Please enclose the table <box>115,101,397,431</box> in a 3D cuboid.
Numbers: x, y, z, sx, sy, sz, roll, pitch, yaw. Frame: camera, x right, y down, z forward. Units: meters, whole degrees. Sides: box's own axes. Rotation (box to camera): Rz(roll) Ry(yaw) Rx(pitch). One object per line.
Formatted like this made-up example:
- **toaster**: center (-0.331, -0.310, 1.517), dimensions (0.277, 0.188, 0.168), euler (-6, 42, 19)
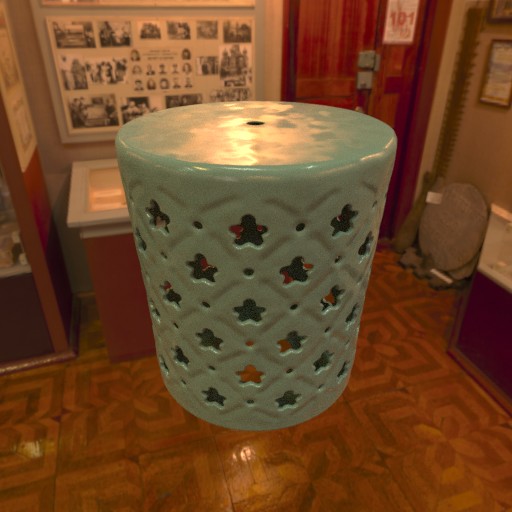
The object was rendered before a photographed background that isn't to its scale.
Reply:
- **table**: center (0.000, 0.000, 0.656), dimensions (0.352, 0.387, 0.352), euler (0, 29, 0)
